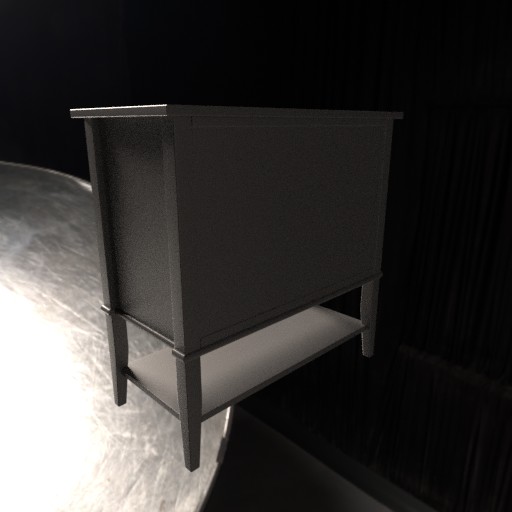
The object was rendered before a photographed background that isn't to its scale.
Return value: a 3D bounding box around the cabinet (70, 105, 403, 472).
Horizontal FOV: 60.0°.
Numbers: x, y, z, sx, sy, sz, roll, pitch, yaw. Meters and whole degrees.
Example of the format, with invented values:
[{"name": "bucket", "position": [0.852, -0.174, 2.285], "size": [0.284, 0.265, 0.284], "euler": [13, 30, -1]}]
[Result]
[{"name": "cabinet", "position": [0.000, 0.000, 1.255], "size": [0.801, 0.780, 0.396], "euler": [-16, 23, -42]}]
